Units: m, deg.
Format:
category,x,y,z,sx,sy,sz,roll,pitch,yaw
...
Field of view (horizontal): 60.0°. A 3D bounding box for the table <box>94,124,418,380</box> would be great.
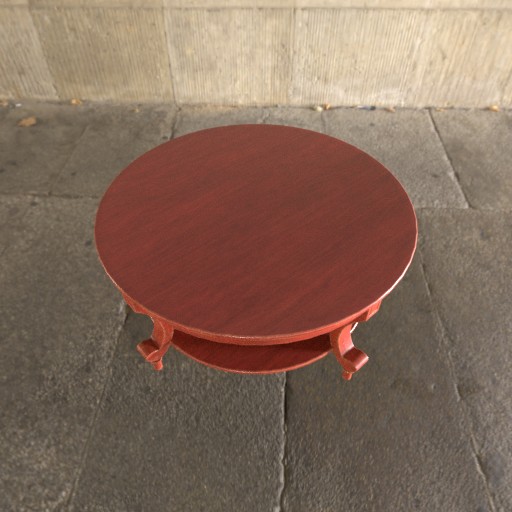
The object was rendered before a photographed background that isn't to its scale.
category,x,y,z,sx,sy,sz,roll,pitch,yaw
table,0.000,0.000,1.618,1.029,0.486,1.029,0,46,0
